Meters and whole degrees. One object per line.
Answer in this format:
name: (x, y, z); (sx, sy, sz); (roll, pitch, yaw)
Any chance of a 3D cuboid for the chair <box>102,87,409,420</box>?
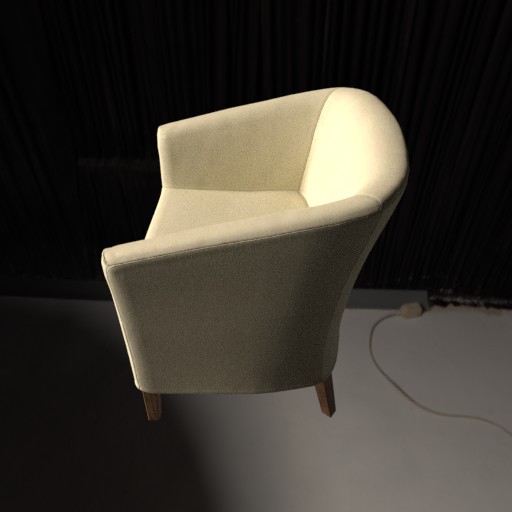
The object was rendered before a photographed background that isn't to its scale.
chair: (0.000, 0.000, 1.286); (0.657, 0.822, 0.643); (1, 41, 1)
